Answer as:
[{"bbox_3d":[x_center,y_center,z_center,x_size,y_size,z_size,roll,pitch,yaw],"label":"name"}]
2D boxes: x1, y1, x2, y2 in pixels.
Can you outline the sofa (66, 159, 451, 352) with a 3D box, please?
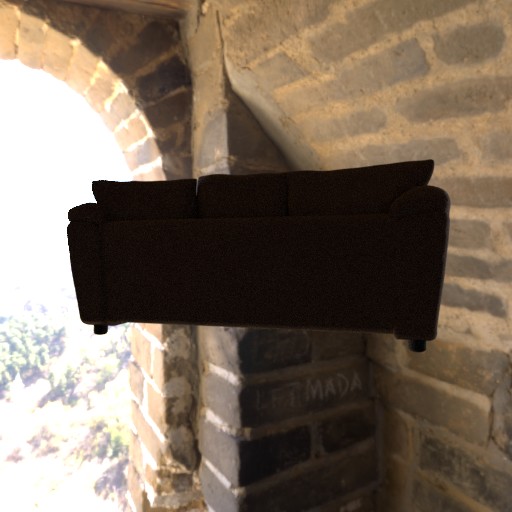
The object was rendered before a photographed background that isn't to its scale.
[{"bbox_3d":[0.000,0.000,2.870,2.336,1.015,0.878,0,-1,16],"label":"sofa"}]
